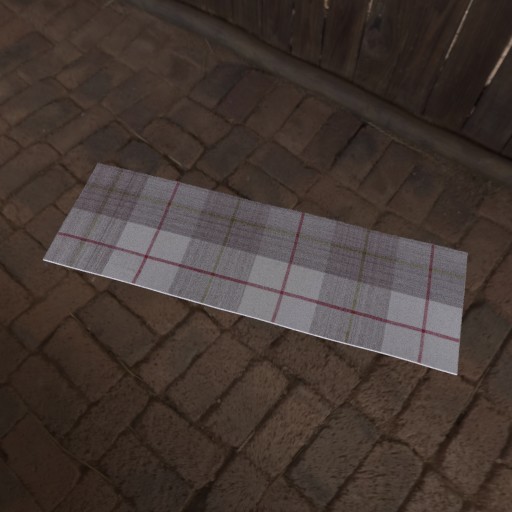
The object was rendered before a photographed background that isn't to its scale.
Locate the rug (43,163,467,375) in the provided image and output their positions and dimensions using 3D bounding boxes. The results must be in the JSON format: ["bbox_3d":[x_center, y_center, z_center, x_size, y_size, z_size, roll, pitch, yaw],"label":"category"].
[{"bbox_3d":[0.000,0.000,2.667,2.439,0.013,0.762,15,64,7],"label":"rug"}]
